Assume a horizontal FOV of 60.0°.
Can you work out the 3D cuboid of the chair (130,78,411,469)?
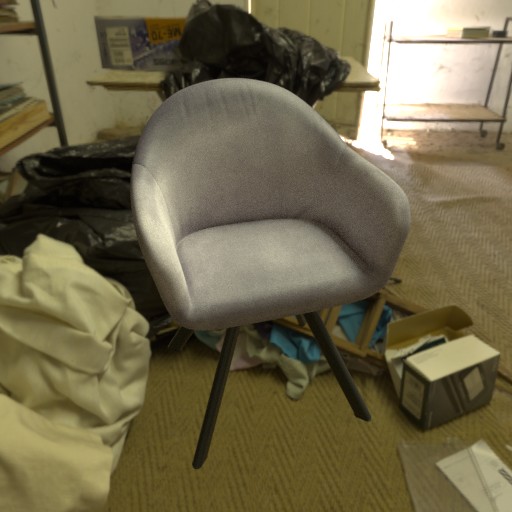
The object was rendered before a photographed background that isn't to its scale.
[{"bbox_3d":[0.000,0.000,1.126,0.570,0.780,0.540,-9,31,-15],"label":"chair"}]
